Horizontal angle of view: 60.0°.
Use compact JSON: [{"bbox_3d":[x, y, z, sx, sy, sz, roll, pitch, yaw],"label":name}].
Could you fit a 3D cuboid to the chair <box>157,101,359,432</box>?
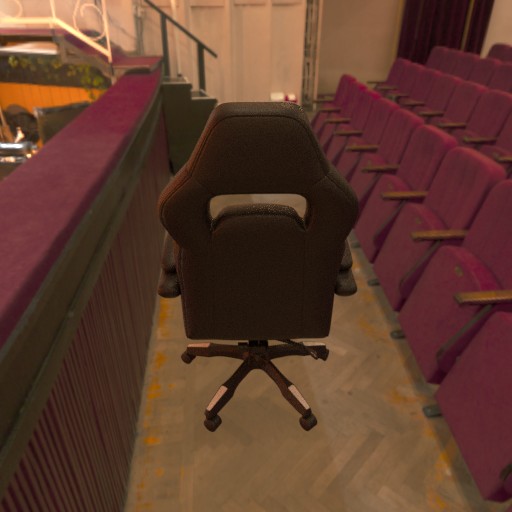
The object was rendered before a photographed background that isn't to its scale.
[{"bbox_3d":[0.000,0.000,1.650,0.676,1.200,0.700,0,29,-1],"label":"chair"}]
